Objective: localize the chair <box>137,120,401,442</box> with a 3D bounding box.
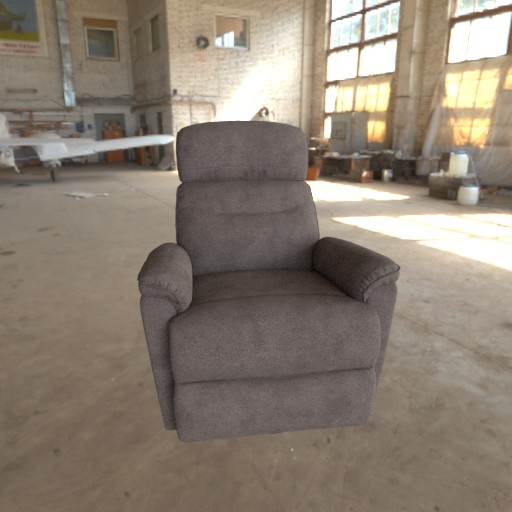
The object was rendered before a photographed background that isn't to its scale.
[{"bbox_3d":[0.000,0.000,1.747,0.830,1.036,1.009,-2,16,-8],"label":"chair"}]
